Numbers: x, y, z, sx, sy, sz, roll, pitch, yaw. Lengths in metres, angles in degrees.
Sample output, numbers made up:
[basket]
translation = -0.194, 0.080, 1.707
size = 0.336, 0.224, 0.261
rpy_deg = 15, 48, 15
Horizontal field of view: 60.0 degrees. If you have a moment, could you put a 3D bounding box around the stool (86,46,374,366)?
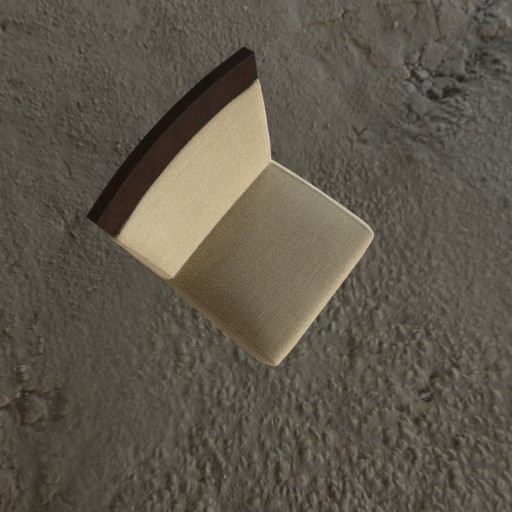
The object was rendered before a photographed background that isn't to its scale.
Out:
[stool]
translation = 0.000, 0.000, 1.437
size = 0.531, 1.117, 0.511
rpy_deg = 37, 79, 8
